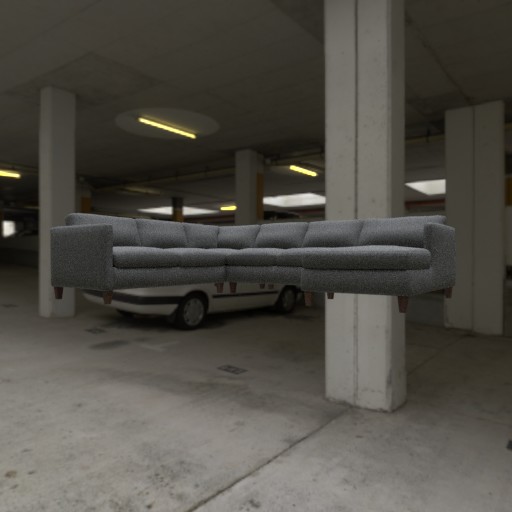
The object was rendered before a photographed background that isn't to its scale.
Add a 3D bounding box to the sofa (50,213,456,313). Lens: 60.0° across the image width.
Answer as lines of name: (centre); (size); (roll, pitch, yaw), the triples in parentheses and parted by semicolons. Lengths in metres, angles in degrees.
sofa: (0.000, 0.000, 4.424); (3.238, 0.853, 2.551); (0, 0, 36)
